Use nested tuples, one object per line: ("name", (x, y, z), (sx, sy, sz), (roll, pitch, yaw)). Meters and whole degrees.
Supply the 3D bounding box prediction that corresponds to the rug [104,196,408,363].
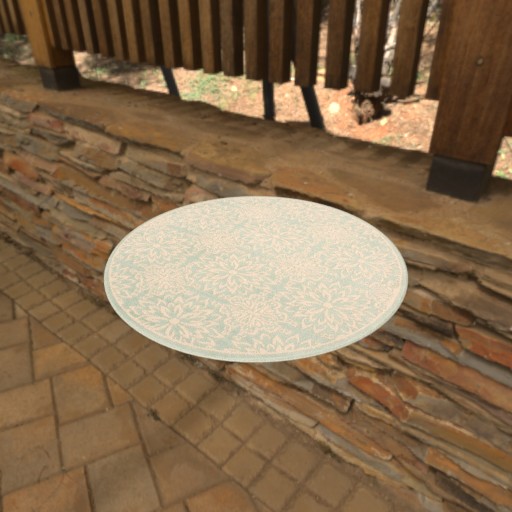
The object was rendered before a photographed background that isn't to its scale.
("rug", (0.000, 0.000, 2.417), (1.593, 0.012, 1.593), (0, 32, 0))
